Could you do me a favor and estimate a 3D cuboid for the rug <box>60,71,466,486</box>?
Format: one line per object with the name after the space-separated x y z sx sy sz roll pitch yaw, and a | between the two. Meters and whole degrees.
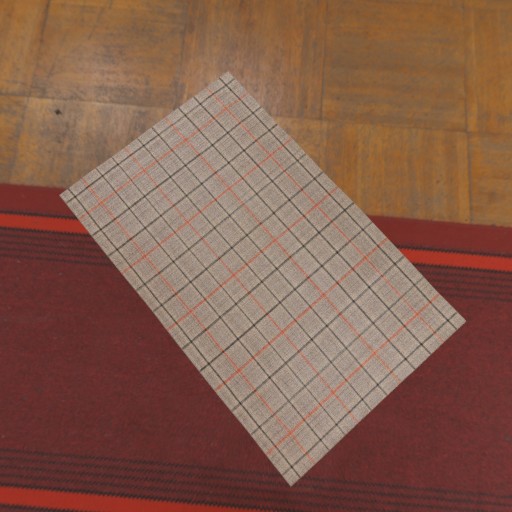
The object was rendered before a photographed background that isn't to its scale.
0.000 0.000 2.987 1.524 0.015 2.439 -40 80 -9 | rug
